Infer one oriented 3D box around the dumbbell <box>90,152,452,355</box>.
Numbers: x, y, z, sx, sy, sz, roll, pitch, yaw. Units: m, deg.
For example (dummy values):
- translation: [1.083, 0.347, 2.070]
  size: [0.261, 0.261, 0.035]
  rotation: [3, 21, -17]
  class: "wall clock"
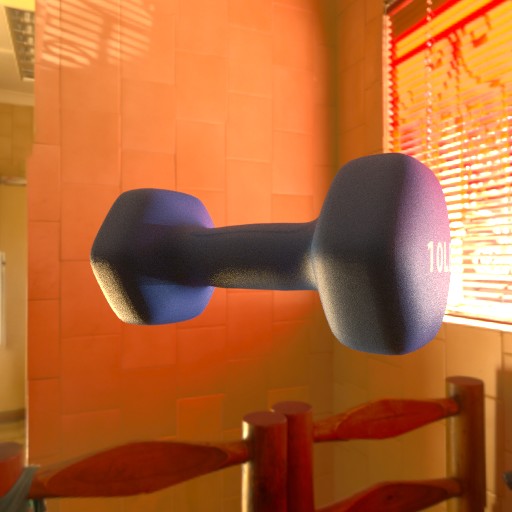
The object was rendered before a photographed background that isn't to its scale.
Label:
- translation: [0.000, 0.000, 0.265]
  size: [0.212, 0.093, 0.103]
  rotation: [-1, -1, 36]
  class: "dumbbell"
